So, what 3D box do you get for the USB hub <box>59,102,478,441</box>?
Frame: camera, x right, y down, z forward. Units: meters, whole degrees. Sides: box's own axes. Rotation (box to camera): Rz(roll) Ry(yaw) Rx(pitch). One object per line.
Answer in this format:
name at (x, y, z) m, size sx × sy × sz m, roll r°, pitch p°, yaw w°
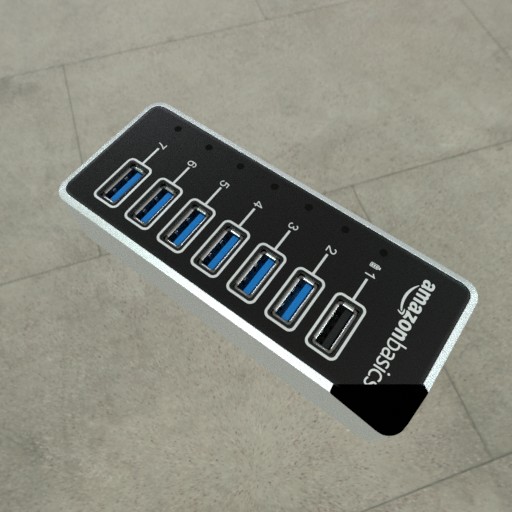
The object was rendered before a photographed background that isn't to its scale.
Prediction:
USB hub at (0.000, 0.000, 0.127) m, size 0.110 × 0.023 × 0.044 m, roll 33°, pitch 68°, yaw 15°
